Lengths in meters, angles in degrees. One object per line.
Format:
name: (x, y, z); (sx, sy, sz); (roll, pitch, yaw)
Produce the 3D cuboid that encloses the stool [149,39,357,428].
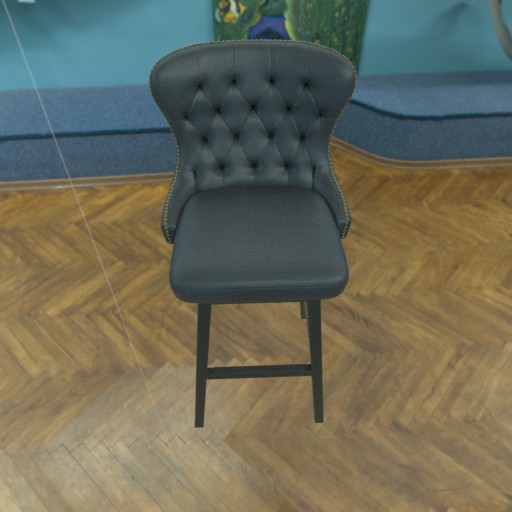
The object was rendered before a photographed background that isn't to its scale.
stool: (0.000, 0.000, 1.342); (0.528, 1.050, 0.601); (-2, 47, -2)
